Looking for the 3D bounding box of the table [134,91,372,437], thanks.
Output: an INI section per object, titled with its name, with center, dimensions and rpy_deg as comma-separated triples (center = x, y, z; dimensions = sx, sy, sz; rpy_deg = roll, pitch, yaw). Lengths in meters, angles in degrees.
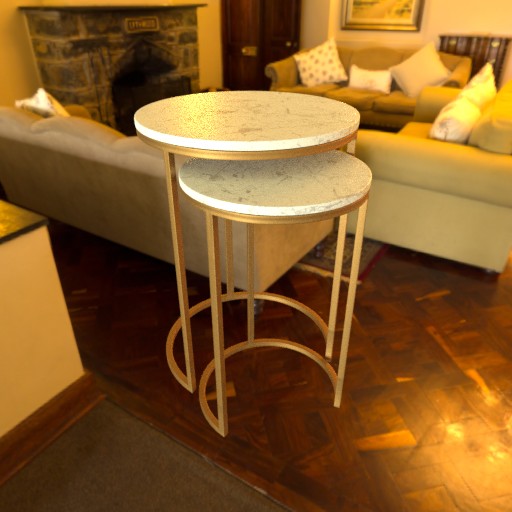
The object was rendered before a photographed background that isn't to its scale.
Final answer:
[table]
center = 0.000, 0.000, 0.898
dimensions = 0.400, 0.550, 0.507
rpy_deg = -9, 31, -15
